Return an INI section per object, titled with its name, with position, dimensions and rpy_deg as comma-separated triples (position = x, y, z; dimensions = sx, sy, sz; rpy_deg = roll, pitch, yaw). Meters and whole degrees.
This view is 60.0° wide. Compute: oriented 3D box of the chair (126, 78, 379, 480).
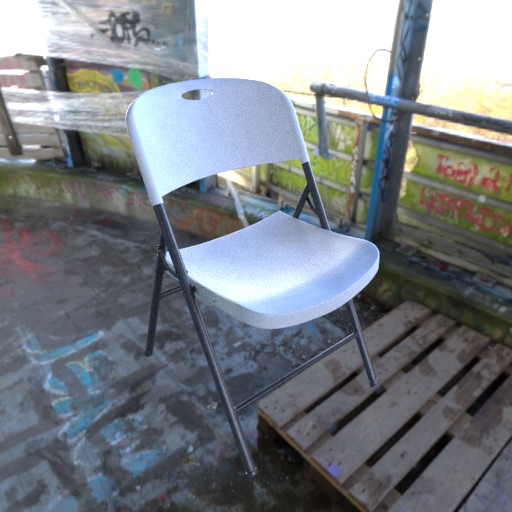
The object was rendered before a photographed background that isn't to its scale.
[chair]
position = 0.000, 0.000, 1.172
dimensions = 0.494, 0.810, 0.566
rpy_deg = -22, 37, -33
